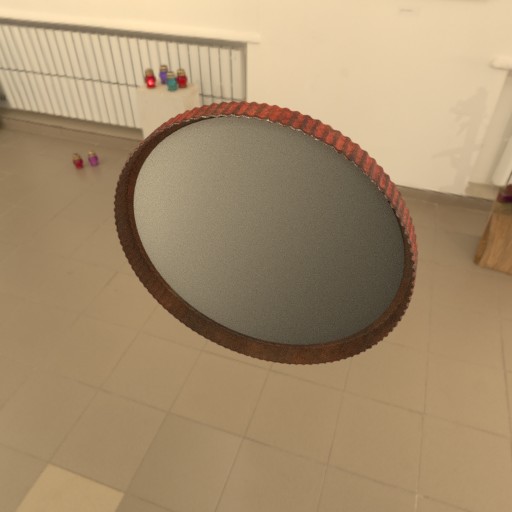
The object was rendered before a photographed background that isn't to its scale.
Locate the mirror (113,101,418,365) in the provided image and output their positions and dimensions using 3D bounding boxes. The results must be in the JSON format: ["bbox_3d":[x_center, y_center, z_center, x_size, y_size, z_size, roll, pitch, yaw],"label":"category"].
[{"bbox_3d":[0.000,0.000,0.890,0.609,0.609,0.056,12,43,14],"label":"mirror"}]
